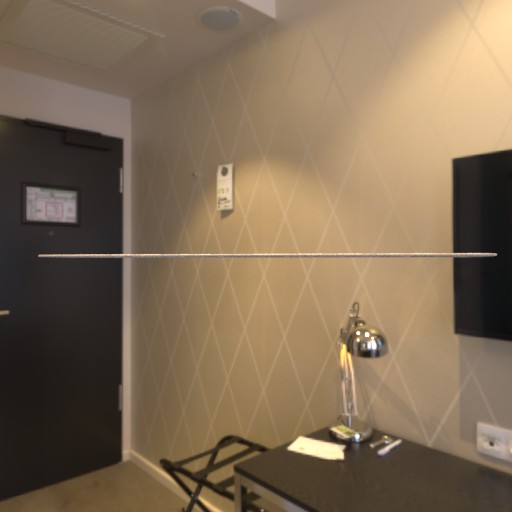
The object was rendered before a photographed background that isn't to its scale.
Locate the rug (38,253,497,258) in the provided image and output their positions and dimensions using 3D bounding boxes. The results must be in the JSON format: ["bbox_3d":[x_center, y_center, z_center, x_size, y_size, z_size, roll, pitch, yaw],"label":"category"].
[{"bbox_3d":[0.000,0.000,2.663,2.452,0.017,0.855,0,0,17],"label":"rug"}]
